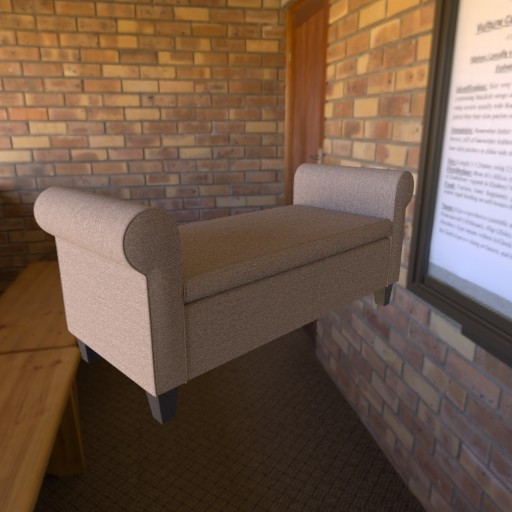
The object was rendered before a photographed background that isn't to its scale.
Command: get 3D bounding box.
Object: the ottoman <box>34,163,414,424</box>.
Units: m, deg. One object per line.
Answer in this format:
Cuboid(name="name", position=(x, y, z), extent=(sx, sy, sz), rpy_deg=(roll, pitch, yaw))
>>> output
Cuboid(name="ottoman", position=(0.000, 0.000, 1.551), extent=(1.256, 0.547, 0.521), rpy_deg=(-16, 23, -42))
